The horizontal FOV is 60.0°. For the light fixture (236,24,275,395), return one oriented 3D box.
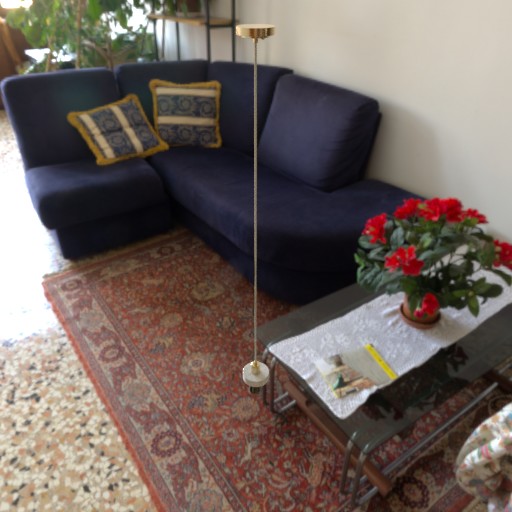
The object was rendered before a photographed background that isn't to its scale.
[{"bbox_3d":[0.000,0.000,1.804,0.129,1.669,0.129,11,35,16],"label":"light fixture"}]
